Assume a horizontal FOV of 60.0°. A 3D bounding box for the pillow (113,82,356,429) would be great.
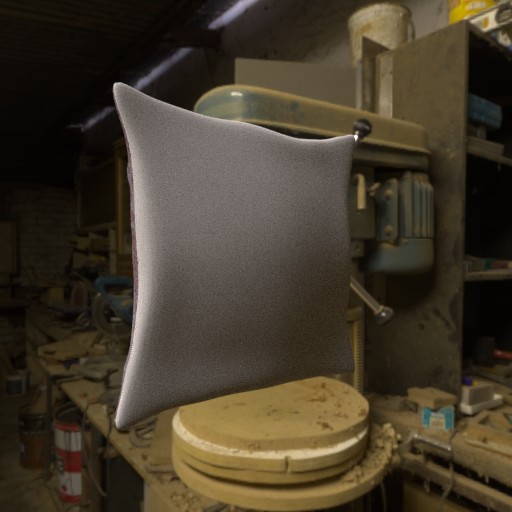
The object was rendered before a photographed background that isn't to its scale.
[{"bbox_3d":[0.000,0.000,0.802,0.514,0.513,0.163,-1,1,-36],"label":"pillow"}]
